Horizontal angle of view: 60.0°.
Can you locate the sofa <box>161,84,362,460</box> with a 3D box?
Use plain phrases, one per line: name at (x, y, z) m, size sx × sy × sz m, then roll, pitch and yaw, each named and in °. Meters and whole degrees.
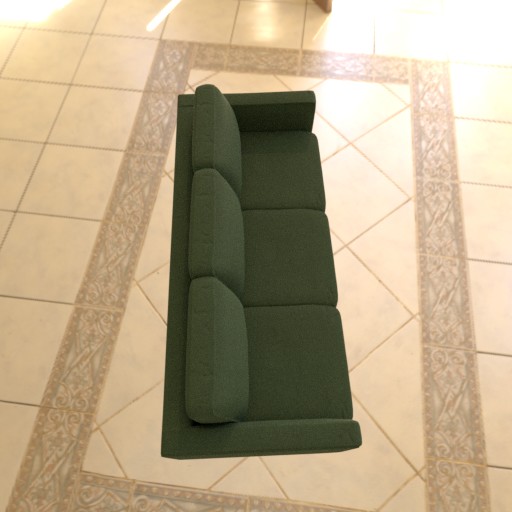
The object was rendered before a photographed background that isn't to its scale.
sofa at (0.000, 0.000, 2.480) m, size 0.879 × 0.899 × 2.029 m, roll -2°, pitch 64°, yaw -1°
